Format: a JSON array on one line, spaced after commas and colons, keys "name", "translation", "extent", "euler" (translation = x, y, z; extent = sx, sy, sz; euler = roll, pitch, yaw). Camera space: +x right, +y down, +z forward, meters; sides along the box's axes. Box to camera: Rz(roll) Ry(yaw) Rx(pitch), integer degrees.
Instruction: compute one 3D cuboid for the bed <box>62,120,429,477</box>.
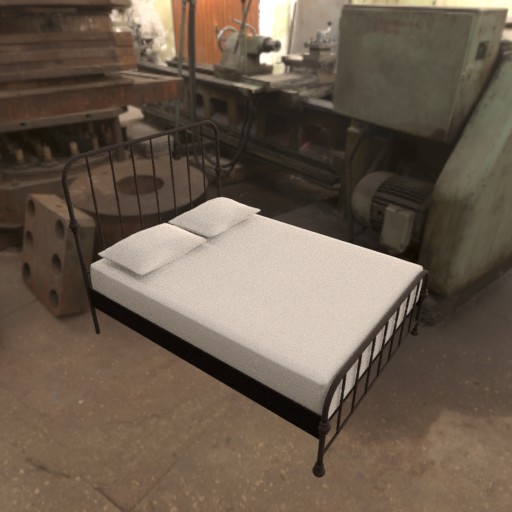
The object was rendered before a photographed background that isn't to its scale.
[{"name": "bed", "translation": [0.000, 0.000, 3.247], "extent": [2.134, 1.446, 1.616], "euler": [20, 35, 32]}]
